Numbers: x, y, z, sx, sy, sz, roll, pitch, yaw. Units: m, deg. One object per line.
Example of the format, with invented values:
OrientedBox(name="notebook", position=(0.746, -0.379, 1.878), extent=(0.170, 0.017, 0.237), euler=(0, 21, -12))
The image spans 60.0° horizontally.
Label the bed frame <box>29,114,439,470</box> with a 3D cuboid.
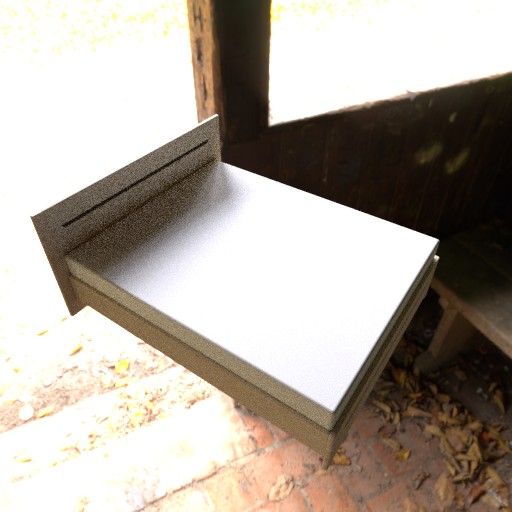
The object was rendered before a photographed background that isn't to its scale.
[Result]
OrientedBox(name="bed frame", position=(0.000, 0.000, 3.076), extent=(2.080, 0.900, 1.800), euler=(24, 47, 26))
